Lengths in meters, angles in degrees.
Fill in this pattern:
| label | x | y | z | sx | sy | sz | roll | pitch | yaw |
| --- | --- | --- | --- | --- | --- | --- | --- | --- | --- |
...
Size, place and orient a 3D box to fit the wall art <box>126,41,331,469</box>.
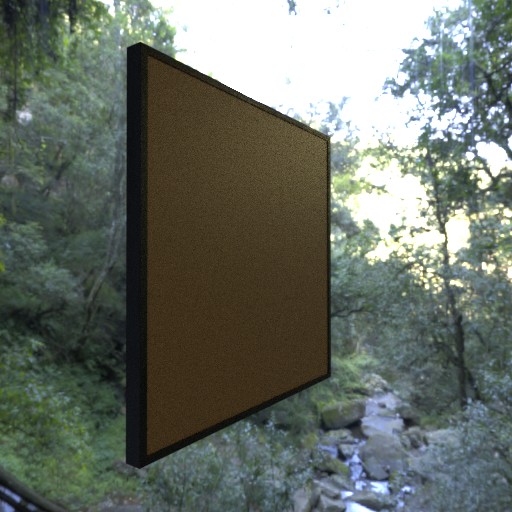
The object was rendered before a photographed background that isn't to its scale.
| label | x | y | z | sx | sy | sz | roll | pitch | yaw |
| --- | --- | --- | --- | --- | --- | --- | --- | --- | --- |
| wall art | 0.000 | 0.000 | 1.110 | 0.039 | 0.763 | 0.763 | 0 | -1 | 36 |
